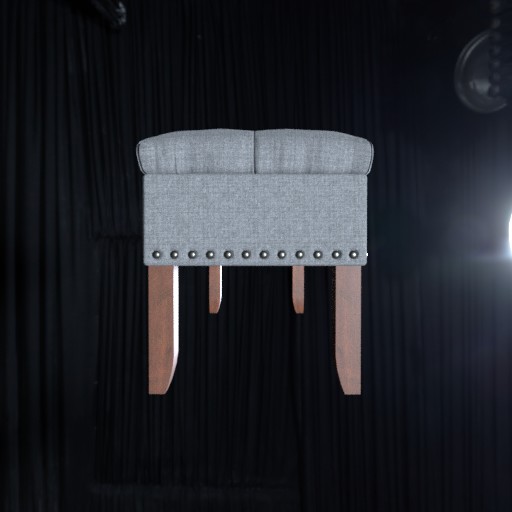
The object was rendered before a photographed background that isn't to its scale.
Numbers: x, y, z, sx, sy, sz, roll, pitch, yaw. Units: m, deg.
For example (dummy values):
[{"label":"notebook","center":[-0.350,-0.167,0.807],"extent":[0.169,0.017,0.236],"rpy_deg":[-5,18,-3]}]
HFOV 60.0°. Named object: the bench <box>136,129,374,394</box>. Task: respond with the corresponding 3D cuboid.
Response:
[{"label":"bench","center":[0.000,0.000,1.283],"extent":[0.417,0.470,1.052],"rpy_deg":[0,1,0]}]
